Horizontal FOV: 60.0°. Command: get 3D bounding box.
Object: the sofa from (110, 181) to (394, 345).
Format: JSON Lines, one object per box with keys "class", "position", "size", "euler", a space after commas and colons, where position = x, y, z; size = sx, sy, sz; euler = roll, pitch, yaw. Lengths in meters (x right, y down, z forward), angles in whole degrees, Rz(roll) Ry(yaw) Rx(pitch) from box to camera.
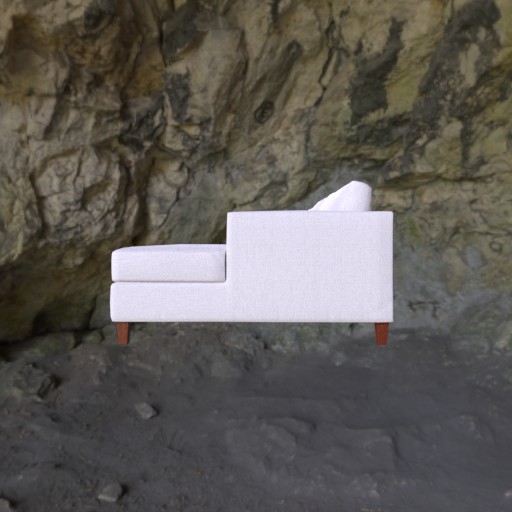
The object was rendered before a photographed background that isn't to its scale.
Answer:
{"class": "sofa", "position": [0.000, 0.000, 4.171], "size": [1.599, 0.954, 3.471], "euler": [0, 1, 1]}
